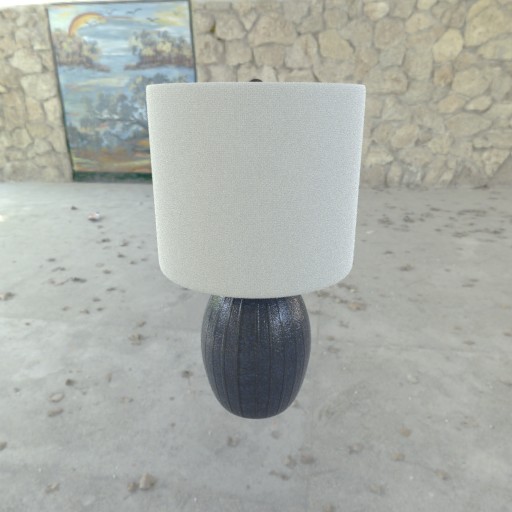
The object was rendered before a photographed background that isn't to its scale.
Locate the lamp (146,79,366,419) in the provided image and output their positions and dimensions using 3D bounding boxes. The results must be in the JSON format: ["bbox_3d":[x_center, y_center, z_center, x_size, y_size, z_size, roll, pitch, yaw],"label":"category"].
[{"bbox_3d":[0.000,0.000,0.767,0.329,0.570,0.329,3,20,10],"label":"lamp"}]
